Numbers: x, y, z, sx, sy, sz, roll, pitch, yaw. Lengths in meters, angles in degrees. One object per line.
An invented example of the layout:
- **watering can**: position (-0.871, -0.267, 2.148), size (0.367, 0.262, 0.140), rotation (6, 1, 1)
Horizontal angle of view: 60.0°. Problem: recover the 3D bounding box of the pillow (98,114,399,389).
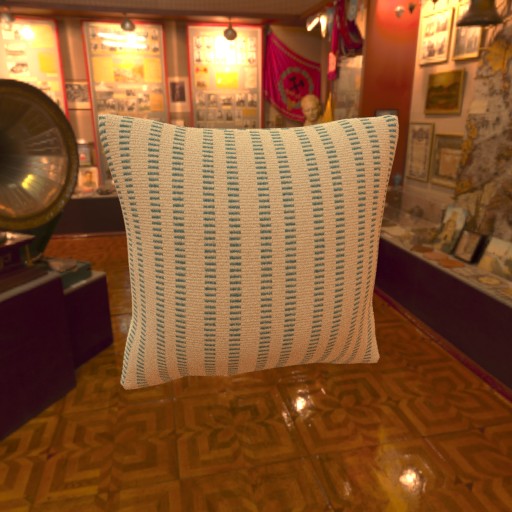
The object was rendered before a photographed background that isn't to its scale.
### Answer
- **pillow**: position (0.000, 0.000, 0.687), size (0.438, 0.419, 0.247), rotation (-3, 18, -10)
